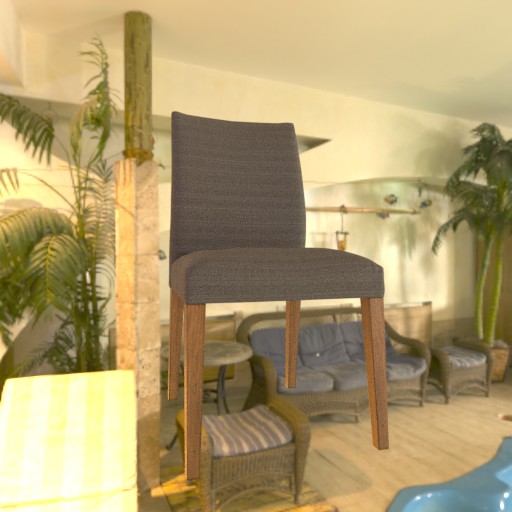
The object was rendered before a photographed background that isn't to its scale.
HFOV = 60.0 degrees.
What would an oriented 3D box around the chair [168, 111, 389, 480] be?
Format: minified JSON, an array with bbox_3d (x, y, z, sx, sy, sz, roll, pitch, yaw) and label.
[{"bbox_3d":[0.000,0.000,1.284,0.496,0.940,0.585,0,0,-18],"label":"chair"}]
